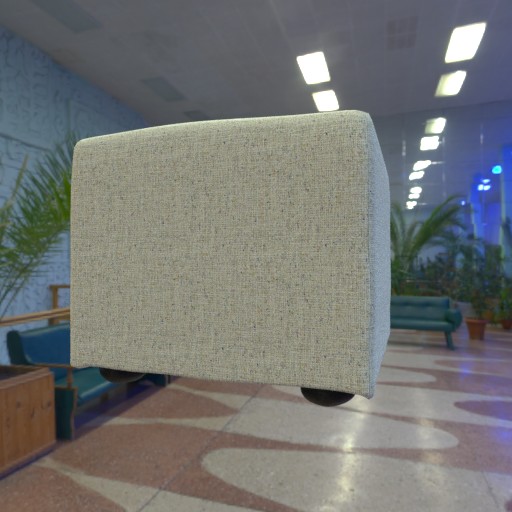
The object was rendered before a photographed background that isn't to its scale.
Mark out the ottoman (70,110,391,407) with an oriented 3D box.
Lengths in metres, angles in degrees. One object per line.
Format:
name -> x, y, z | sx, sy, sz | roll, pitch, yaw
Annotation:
ottoman -> 0.000, 0.000, 0.911 | 0.512, 0.453, 0.521 | 0, 0, 19
